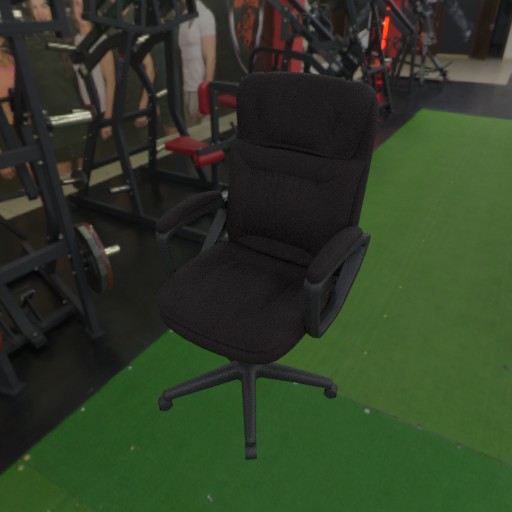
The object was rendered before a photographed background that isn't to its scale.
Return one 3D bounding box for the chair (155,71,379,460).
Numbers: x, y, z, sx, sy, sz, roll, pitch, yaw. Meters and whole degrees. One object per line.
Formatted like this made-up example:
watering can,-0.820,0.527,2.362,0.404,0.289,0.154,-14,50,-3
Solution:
chair,0.000,0.000,1.528,0.667,1.105,0.724,18,35,27
